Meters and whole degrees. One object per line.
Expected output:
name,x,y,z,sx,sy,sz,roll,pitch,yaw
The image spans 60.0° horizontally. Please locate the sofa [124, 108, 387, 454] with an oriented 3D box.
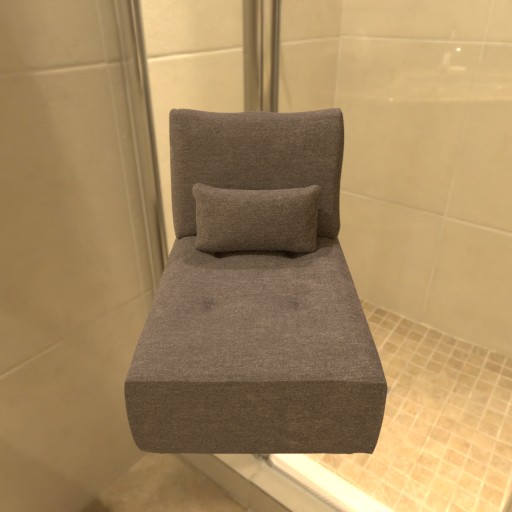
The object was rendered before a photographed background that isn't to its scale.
sofa,0.000,0.000,1.533,0.700,0.820,1.000,0,29,0
